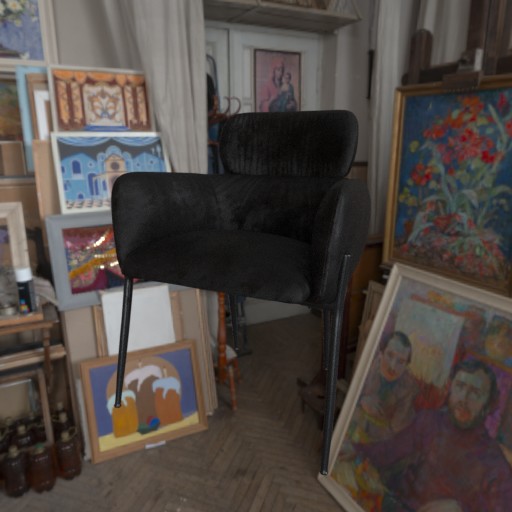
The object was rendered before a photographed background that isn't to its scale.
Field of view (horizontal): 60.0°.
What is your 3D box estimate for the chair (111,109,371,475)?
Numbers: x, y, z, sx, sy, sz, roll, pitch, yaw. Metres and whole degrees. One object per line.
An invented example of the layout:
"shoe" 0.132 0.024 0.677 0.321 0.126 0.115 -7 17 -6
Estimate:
"chair" 0.000 0.000 1.264 0.640 0.818 0.604 7 16 25
